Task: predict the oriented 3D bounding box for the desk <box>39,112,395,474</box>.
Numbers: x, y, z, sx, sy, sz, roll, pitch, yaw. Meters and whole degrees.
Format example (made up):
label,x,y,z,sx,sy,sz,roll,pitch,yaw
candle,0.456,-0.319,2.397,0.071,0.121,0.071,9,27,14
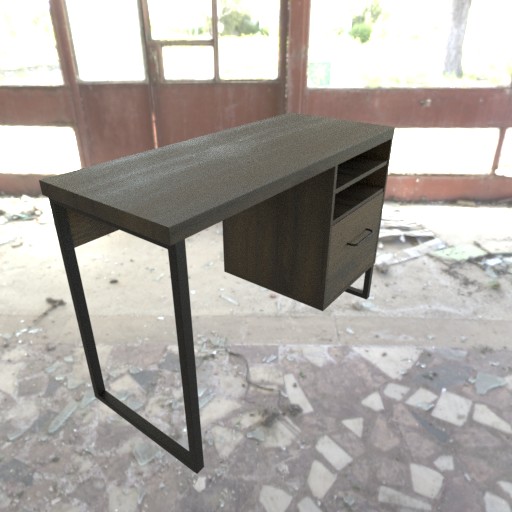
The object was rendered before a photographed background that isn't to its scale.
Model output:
label,x,y,z,sx,sy,sz,roll,pitch,yaw
desk,0.000,0.000,1.552,0.511,0.752,1.134,20,34,32
